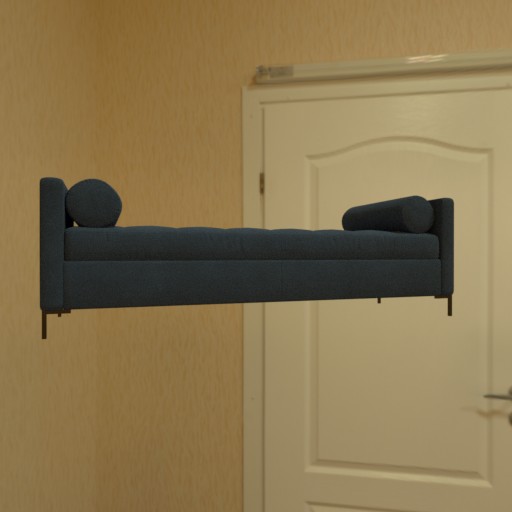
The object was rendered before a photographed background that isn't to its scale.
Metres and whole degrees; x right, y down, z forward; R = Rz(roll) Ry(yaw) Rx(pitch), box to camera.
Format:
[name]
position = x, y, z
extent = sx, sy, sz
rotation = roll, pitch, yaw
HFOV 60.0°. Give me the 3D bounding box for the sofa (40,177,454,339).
[sofa]
position = 0.000, 0.000, 2.328
extent = 1.981, 0.635, 0.686
rotation = 0, 0, -19
